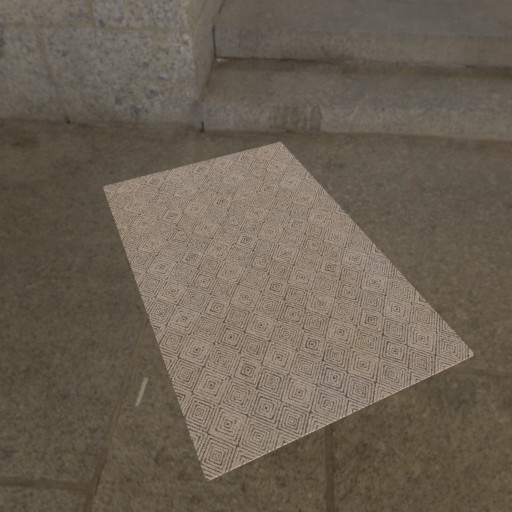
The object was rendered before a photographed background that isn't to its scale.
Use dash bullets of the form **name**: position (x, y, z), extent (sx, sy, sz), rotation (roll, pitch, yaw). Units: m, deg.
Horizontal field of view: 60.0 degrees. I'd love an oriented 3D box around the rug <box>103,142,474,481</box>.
- **rug**: position (0.000, 0.000, 2.225), extent (1.175, 0.008, 1.783), rotation (-18, 49, -17)
